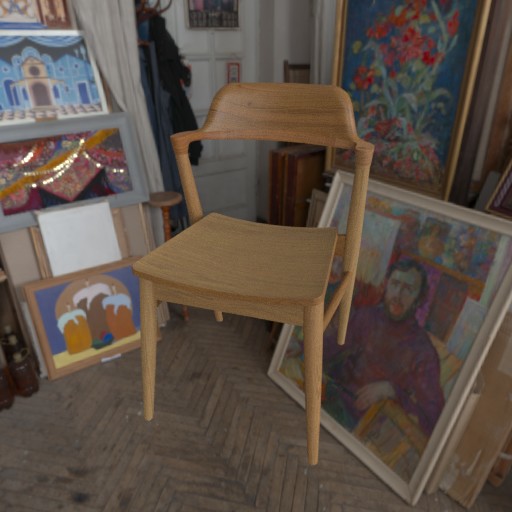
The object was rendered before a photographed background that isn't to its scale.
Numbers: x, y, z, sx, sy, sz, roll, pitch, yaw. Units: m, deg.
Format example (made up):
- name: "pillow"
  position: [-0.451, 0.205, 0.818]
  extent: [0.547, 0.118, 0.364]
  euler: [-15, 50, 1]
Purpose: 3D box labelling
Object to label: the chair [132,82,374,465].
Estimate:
- name: "chair"
  position: [0.000, 0.000, 1.133]
  extent: [0.512, 0.792, 0.499]
  euler: [8, 27, 16]
